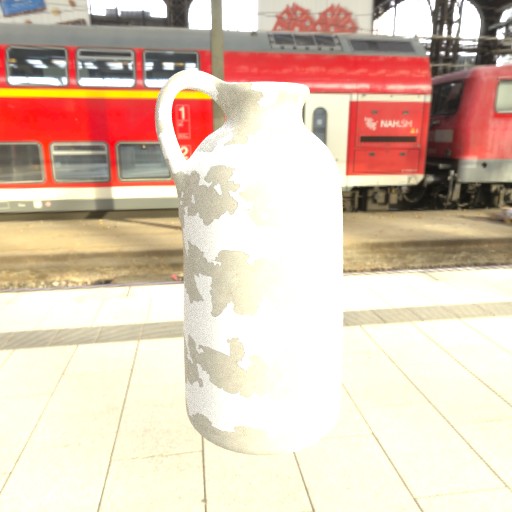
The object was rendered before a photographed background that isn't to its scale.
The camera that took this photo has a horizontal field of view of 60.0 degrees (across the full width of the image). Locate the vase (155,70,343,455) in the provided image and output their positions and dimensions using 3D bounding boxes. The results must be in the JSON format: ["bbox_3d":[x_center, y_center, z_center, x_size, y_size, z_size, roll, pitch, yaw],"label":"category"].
[{"bbox_3d":[0.000,0.000,0.493,0.203,0.382,0.186,-3,15,-10],"label":"vase"}]
